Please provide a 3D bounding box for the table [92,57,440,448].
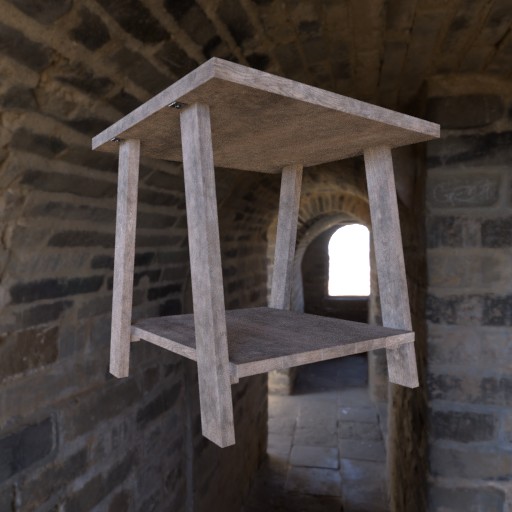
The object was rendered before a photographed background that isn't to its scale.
[{"bbox_3d":[0.000,0.000,1.094,0.610,0.610,0.610,-1,1,-37],"label":"table"}]
